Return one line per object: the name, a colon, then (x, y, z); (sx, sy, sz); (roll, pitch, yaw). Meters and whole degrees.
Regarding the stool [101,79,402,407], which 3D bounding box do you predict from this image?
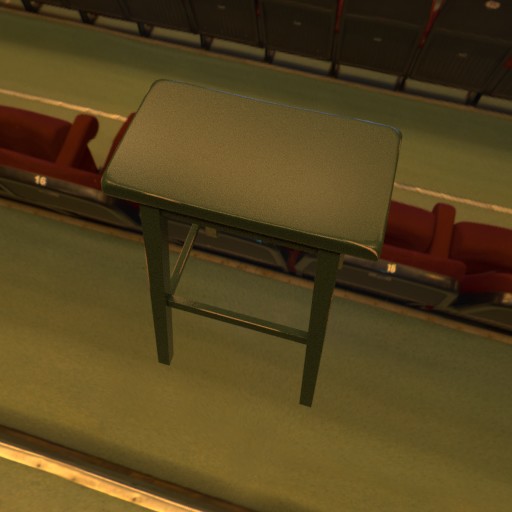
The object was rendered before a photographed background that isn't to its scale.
stool: (0.000, 0.000, 1.042); (0.457, 0.737, 0.476); (14, 64, 7)
